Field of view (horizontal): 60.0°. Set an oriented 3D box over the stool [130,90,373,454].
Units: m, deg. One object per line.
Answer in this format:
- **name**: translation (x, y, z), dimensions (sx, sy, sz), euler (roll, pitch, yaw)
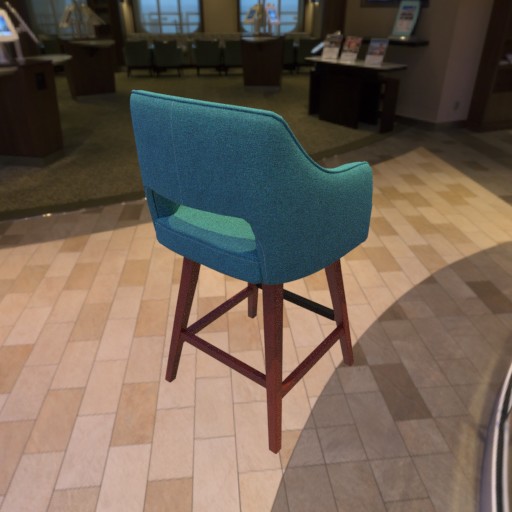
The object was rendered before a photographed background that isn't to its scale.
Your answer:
- **stool**: translation (0.000, 0.000, 1.301), dimensions (0.548, 0.961, 0.556), euler (21, 36, 33)
